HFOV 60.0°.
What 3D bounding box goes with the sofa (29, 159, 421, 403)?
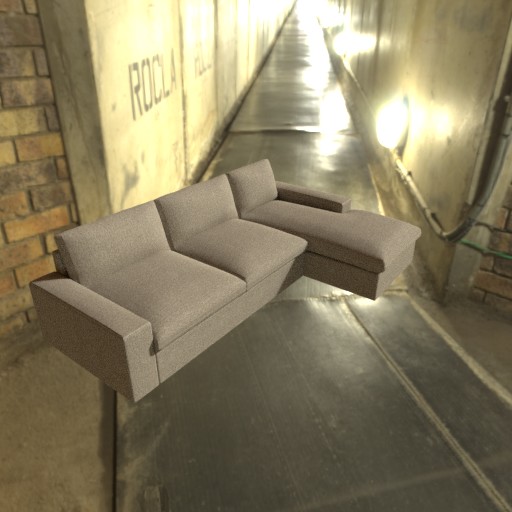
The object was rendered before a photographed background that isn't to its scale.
[{"bbox_3d":[0.000,0.000,3.449,1.689,0.813,2.718,19,33,32],"label":"sofa"}]
